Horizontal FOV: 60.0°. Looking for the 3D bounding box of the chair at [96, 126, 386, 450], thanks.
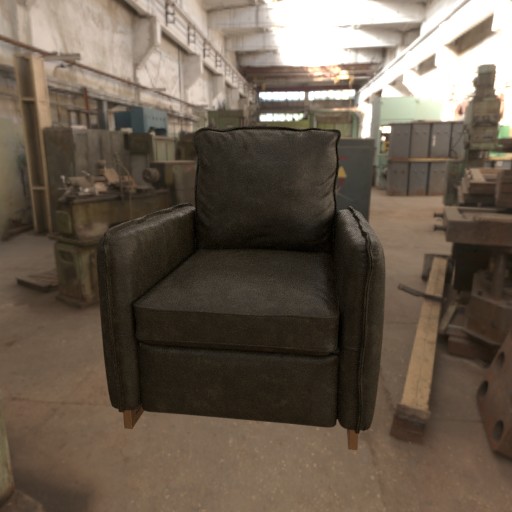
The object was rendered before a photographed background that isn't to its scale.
[{"bbox_3d":[0.000,0.000,1.601,0.830,0.921,0.921,2,15,8],"label":"chair"}]
